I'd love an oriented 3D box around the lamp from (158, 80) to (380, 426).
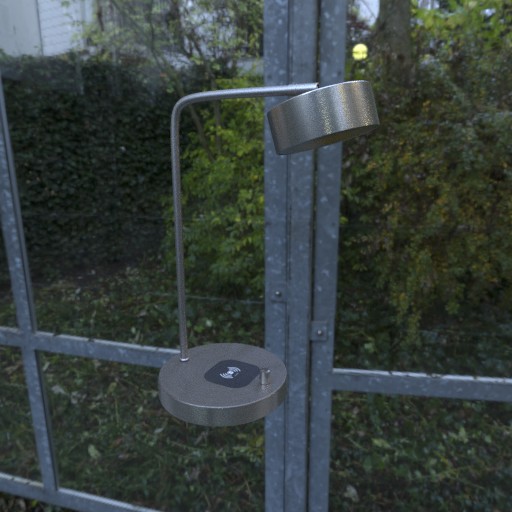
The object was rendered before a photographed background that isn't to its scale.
[{"bbox_3d":[0.000,0.000,0.653,0.334,0.469,0.211,8,16,27],"label":"lamp"}]
